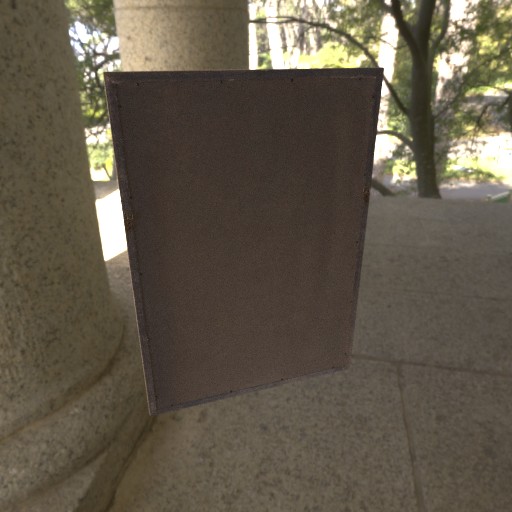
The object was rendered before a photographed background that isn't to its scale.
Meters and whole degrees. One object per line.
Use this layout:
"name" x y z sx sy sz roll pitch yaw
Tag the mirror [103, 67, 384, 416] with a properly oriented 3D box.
"mirror" 0.000 0.000 1.282 0.705 0.996 0.025 -8 27 -17
